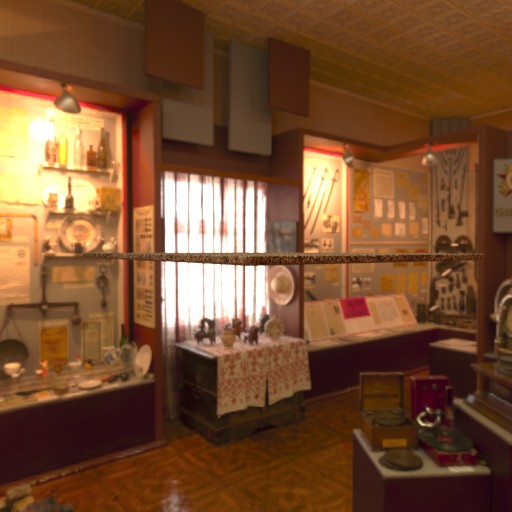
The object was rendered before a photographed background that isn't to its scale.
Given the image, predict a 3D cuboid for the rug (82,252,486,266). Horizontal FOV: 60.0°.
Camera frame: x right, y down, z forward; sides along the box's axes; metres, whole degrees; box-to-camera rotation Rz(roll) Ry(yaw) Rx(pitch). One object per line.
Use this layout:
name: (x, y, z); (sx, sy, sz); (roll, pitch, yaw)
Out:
rug: (0.000, 0.000, 2.132); (1.198, 0.025, 1.601); (-1, 1, -36)
